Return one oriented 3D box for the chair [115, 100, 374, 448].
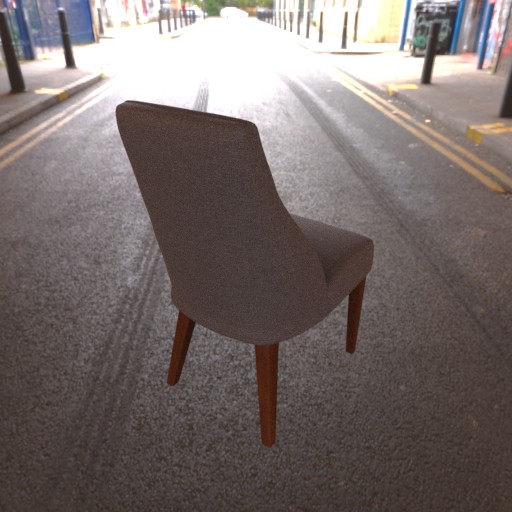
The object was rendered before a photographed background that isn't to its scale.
[{"bbox_3d":[0.000,0.000,1.306,0.500,0.930,0.620,20,35,31],"label":"chair"}]
